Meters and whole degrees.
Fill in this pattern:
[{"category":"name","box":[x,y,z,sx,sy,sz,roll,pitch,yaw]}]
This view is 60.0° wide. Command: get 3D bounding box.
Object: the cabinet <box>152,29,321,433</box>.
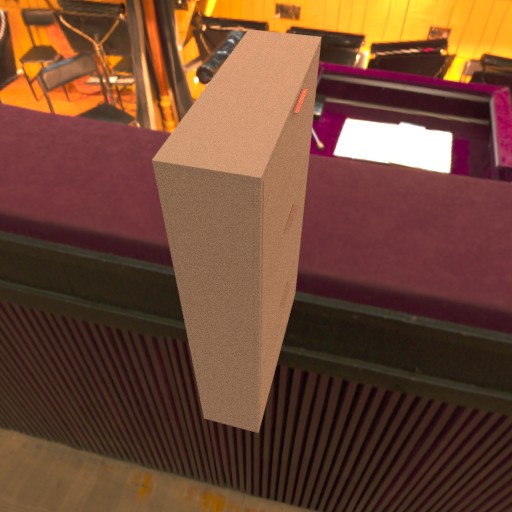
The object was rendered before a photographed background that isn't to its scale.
[{"category":"cabinet","box":[0.000,0.000,1.616,0.250,1.280,0.750,11,48,10]}]
